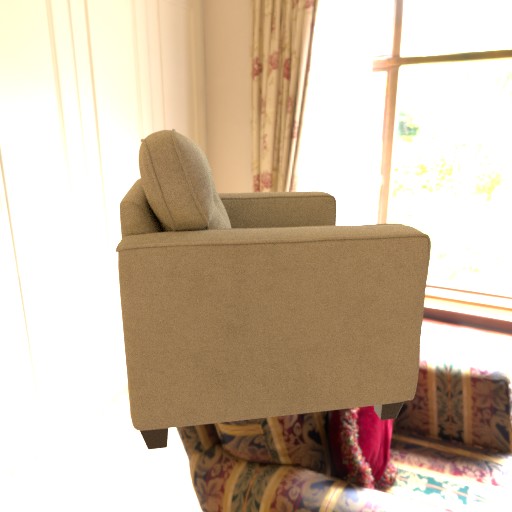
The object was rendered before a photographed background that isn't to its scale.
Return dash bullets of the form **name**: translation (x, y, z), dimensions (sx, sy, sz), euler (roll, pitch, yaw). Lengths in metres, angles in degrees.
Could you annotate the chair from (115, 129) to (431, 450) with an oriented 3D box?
- **chair**: translation (0.000, 0.000, 1.755), dimensions (0.939, 0.965, 1.015), euler (-3, 16, -10)
